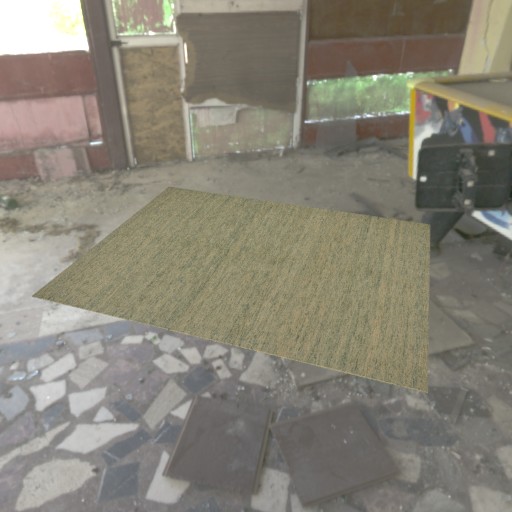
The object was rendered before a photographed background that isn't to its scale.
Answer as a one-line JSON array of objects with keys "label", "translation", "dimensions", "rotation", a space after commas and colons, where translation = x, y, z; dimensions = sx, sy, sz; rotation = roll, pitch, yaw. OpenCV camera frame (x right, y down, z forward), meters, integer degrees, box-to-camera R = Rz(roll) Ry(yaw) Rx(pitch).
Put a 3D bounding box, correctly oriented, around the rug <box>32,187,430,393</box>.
[{"label": "rug", "translation": [0.000, 0.000, 4.306], "dimensions": [3.201, 0.014, 2.437], "rotation": [10, 34, 16]}]
